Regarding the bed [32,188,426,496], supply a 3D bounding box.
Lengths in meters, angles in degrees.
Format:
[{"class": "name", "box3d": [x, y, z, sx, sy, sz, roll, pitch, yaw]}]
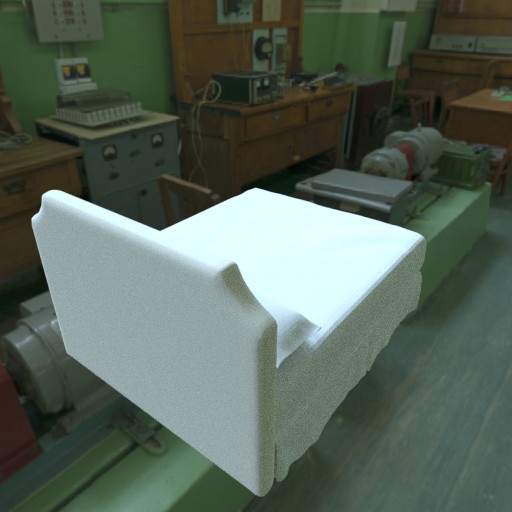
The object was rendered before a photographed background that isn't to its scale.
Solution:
[{"class": "bed", "box3d": [0.000, 0.000, 3.670, 2.134, 1.524, 2.548, 21, 36, 32]}]
